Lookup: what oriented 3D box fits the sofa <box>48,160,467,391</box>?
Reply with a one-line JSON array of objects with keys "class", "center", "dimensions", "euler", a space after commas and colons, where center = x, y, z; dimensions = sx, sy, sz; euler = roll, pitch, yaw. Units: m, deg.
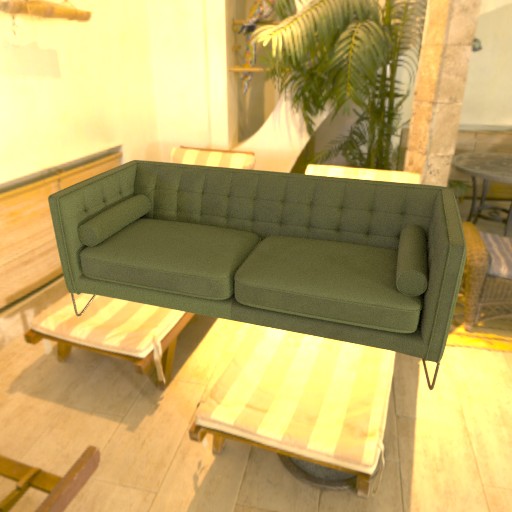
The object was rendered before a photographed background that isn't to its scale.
[{"class": "sofa", "center": [0.000, 0.000, 2.575], "dimensions": [2.087, 0.789, 0.867], "euler": [8, 27, 16]}]
